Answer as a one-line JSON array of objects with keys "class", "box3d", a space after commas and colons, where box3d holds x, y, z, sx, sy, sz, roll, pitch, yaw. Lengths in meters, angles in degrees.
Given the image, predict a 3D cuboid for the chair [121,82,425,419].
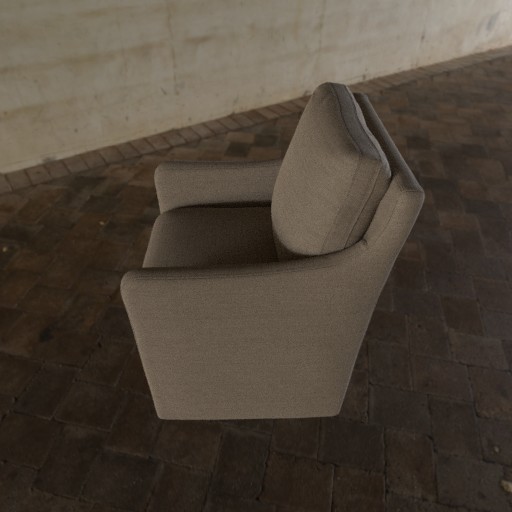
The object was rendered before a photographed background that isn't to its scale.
[{"class": "chair", "box3d": [0.000, 0.000, 1.380, 0.694, 0.914, 0.626, -1, 40, -1]}]
